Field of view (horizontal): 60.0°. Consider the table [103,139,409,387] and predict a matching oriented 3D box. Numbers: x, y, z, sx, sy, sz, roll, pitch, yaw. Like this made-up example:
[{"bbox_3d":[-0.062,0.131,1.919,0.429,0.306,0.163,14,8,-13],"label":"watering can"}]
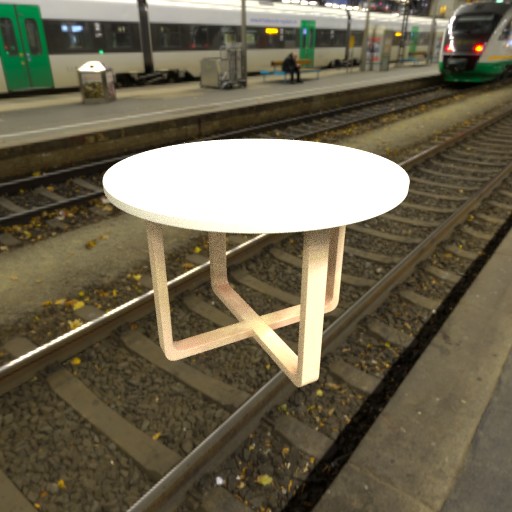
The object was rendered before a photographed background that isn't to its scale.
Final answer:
[{"bbox_3d":[0.000,0.000,0.995,0.600,0.400,0.600,0,26,0],"label":"table"}]
